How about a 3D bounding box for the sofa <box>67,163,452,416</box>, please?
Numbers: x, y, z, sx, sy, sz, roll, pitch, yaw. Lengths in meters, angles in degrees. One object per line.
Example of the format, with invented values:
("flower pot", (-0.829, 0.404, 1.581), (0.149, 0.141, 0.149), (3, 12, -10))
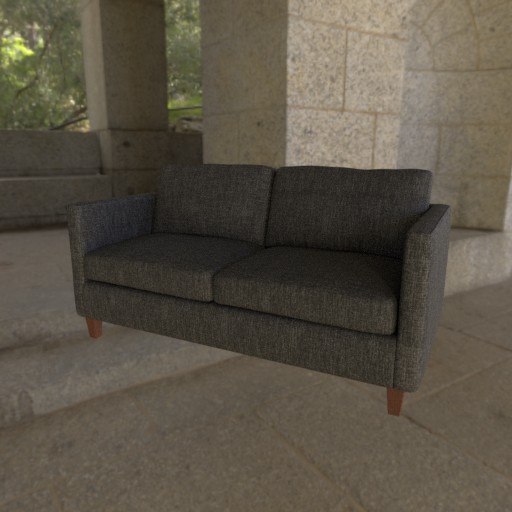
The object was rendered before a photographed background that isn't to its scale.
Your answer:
("sofa", (0.000, 0.000, 2.426), (1.884, 0.963, 0.950), (7, 15, 26))
